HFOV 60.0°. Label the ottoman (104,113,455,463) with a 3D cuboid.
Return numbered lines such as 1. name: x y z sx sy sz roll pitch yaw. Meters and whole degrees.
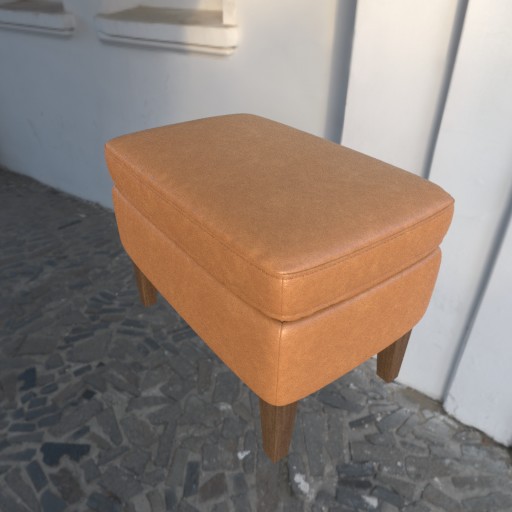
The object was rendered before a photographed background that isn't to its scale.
1. ottoman: 0.000 0.000 0.980 0.420 0.480 0.670 -22 39 -30
